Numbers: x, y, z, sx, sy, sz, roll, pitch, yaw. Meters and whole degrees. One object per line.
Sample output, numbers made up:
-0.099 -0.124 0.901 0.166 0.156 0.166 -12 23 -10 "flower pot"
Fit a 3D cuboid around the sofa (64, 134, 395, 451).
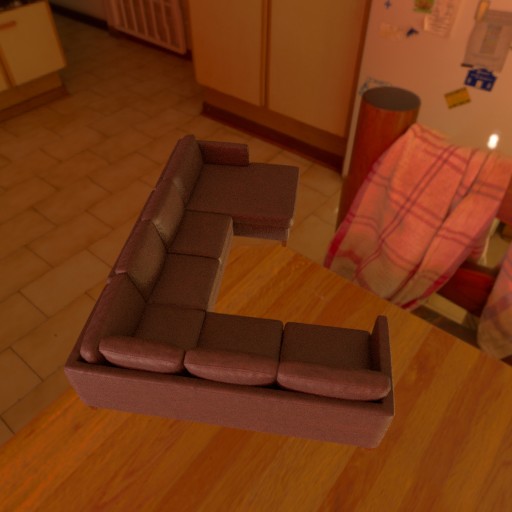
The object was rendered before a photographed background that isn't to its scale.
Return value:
0.000 0.000 4.695 2.593 0.923 3.460 6 46 6 "sofa"
